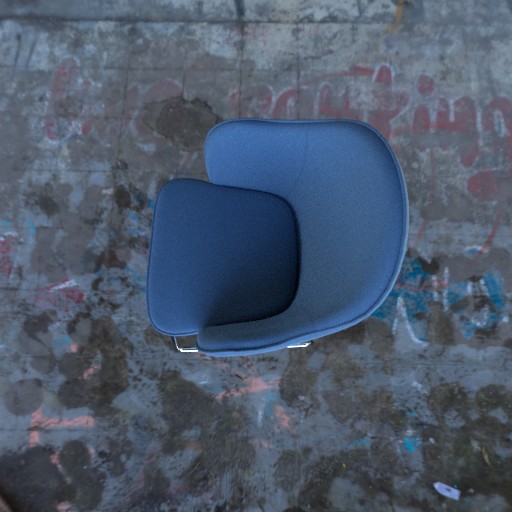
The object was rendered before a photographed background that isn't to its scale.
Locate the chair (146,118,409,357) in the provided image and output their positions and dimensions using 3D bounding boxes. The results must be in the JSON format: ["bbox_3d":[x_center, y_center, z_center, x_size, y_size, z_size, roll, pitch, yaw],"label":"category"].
[{"bbox_3d":[0.000,0.000,1.234,0.585,0.815,0.570,1,74,0],"label":"chair"}]
